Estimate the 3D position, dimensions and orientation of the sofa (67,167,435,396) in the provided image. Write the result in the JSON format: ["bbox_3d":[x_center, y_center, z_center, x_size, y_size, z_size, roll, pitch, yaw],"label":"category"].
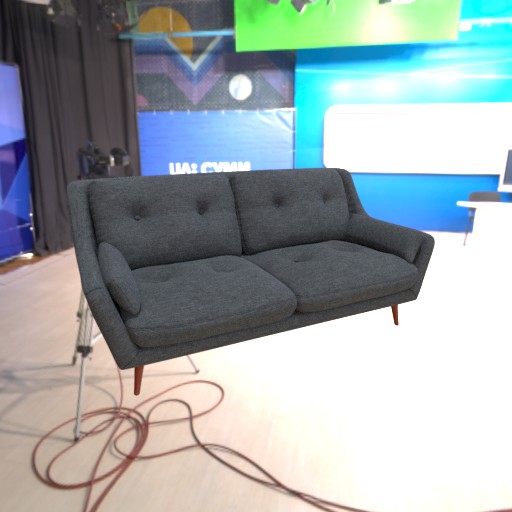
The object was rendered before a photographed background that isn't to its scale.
[{"bbox_3d":[0.000,0.000,2.526,1.929,0.896,0.975,-8,18,-26],"label":"sofa"}]
